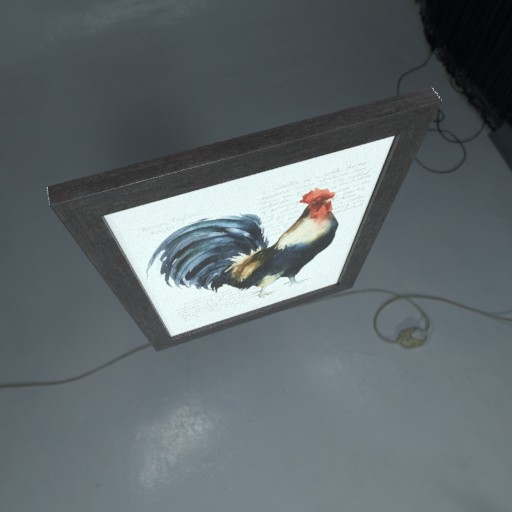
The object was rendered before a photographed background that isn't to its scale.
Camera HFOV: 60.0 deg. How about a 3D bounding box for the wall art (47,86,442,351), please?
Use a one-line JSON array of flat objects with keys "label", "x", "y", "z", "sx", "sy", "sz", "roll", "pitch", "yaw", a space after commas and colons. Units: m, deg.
[{"label": "wall art", "x": 0.000, "y": 0.000, "z": 0.776, "sx": 0.479, "sy": 0.580, "sz": 0.027, "roll": -17, "pitch": 64, "yaw": -9}]
